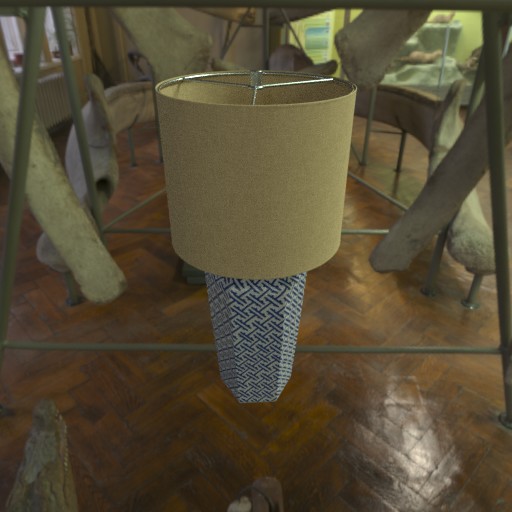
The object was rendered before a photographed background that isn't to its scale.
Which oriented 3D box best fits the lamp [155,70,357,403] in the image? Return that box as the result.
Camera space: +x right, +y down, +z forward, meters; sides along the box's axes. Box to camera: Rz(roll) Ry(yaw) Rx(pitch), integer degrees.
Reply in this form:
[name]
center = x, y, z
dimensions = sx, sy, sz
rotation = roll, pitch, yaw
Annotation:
[lamp]
center = 0.000, 0.000, 0.877
dimensions = 0.320, 0.682, 0.320
rotation = 1, 30, 2
